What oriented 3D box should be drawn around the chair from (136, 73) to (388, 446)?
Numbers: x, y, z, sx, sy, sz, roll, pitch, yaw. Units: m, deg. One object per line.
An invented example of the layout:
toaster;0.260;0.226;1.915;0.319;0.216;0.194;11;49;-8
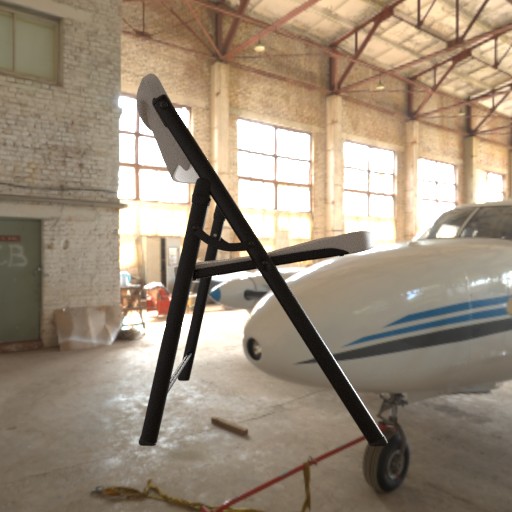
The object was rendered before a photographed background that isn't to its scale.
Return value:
chair;0.000;0.000;1.128;0.577;0.765;0.482;0;1;0
